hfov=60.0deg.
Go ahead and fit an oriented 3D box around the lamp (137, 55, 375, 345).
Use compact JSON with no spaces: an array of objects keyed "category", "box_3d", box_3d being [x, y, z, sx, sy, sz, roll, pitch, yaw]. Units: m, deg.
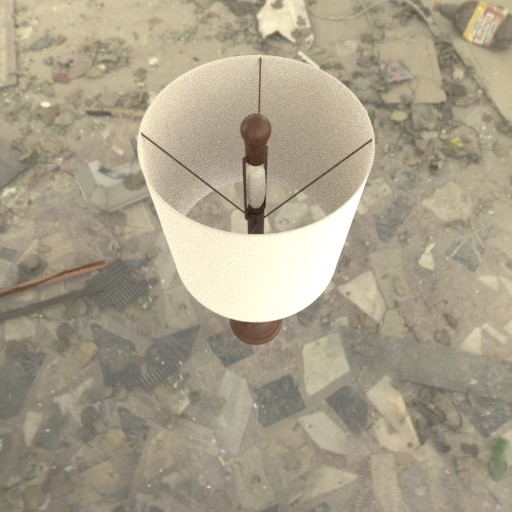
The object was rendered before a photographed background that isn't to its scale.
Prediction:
[{"category":"lamp","box_3d":[0.000,0.000,0.713,0.250,0.597,0.250,2,62,1]}]
